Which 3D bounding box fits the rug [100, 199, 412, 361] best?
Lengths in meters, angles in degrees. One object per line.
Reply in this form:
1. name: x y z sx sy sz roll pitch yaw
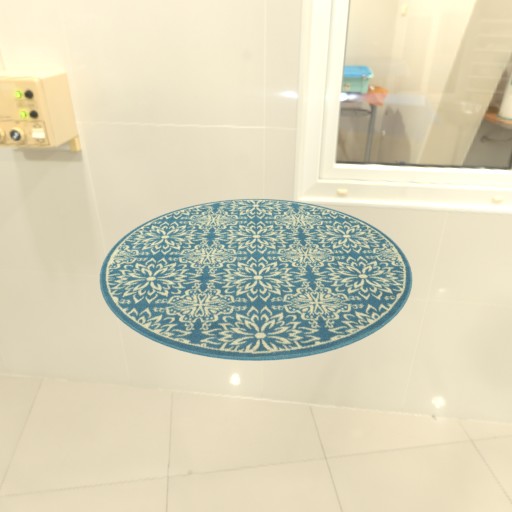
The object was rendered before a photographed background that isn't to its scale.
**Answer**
1. rug: 0.000 0.000 2.361 1.593 0.012 1.593 0 29 0
